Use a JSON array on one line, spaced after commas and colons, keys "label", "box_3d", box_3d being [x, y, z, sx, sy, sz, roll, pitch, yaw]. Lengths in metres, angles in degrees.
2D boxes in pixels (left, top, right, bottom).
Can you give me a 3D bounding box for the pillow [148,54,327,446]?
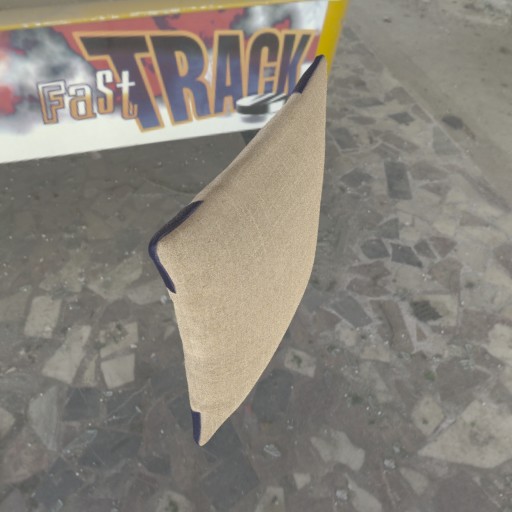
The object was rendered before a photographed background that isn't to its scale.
[{"label": "pillow", "box_3d": [0.000, 0.000, 0.669, 0.147, 0.441, 0.440, 18, 49, 16]}]
